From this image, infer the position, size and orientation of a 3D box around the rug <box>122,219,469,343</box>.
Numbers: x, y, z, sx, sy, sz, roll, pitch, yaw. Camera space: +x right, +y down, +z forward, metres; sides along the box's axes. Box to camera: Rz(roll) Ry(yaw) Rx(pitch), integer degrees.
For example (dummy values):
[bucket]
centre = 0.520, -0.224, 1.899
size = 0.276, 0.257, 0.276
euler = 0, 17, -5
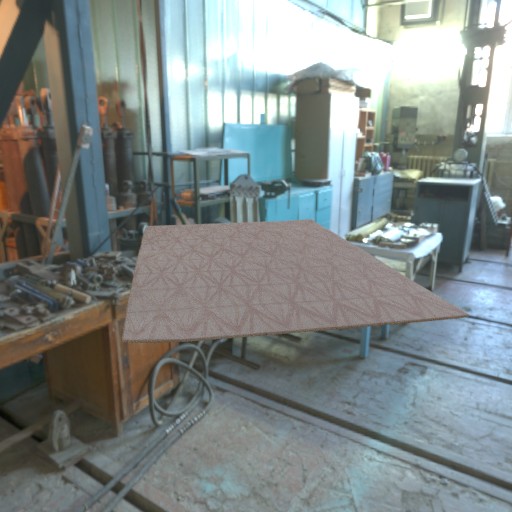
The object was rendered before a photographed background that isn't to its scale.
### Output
[rug]
centre = 0.000, 0.000, 2.355
size = 1.230, 0.025, 1.837
euler = -3, 16, -11
